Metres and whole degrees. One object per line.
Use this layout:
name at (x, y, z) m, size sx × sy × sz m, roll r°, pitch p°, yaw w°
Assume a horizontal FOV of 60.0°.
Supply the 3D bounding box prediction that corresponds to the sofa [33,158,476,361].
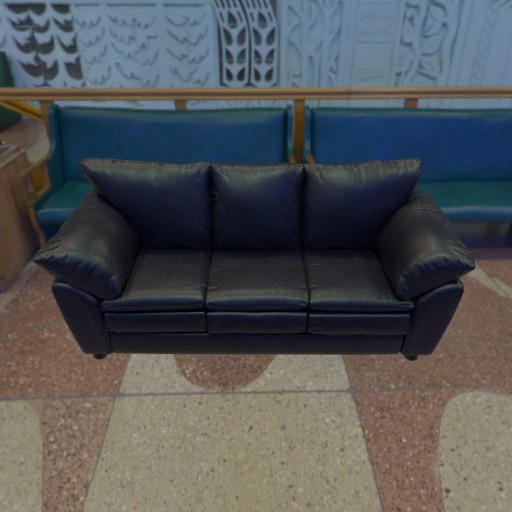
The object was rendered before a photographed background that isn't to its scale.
sofa at (0.000, 0.000, 2.764) m, size 2.336 × 1.073 × 0.880 m, roll 0°, pitch 30°, yaw 0°
